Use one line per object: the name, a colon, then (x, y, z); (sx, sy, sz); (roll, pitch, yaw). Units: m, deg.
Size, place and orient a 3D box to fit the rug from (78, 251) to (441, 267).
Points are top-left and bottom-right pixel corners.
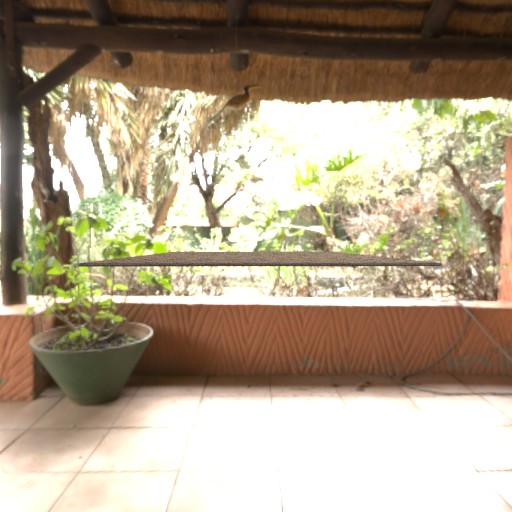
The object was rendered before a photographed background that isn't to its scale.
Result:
rug: (0.000, 0.000, 3.070); (1.524, 0.015, 2.438); (0, 2, -1)
